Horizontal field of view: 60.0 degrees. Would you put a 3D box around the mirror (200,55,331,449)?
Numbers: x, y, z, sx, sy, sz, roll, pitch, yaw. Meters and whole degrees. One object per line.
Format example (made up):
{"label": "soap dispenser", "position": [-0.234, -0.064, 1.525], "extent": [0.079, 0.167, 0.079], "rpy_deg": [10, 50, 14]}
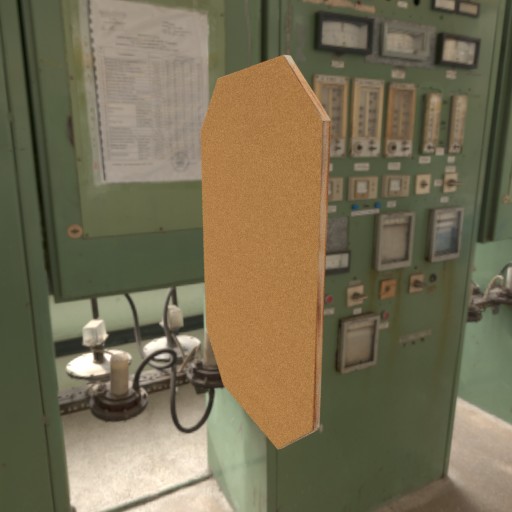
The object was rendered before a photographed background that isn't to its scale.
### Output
{"label": "mirror", "position": [0.000, 0.000, 1.290], "extent": [0.061, 1.015, 0.709], "rpy_deg": [-7, 15, -26]}
